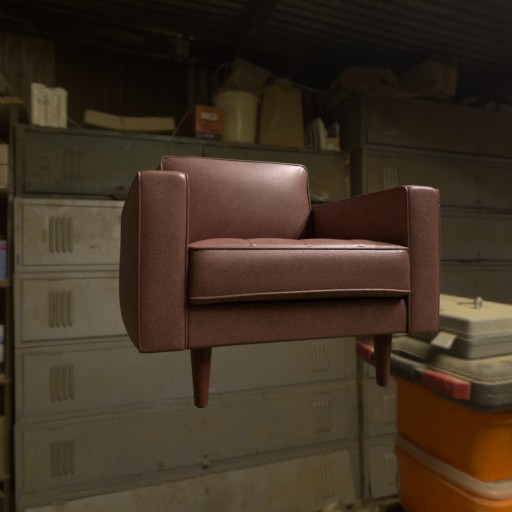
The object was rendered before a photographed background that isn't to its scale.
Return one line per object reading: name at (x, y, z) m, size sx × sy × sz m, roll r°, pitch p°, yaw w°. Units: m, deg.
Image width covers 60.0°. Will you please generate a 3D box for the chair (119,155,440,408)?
chair at (0.000, 0.000, 1.567) m, size 0.920 × 0.770 × 0.900 m, roll 0°, pitch 0°, yaw -19°
